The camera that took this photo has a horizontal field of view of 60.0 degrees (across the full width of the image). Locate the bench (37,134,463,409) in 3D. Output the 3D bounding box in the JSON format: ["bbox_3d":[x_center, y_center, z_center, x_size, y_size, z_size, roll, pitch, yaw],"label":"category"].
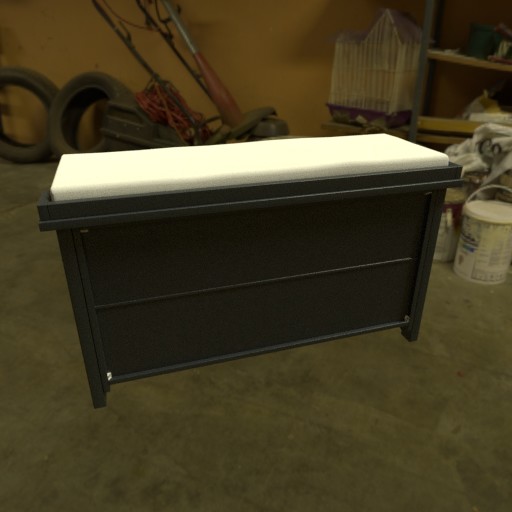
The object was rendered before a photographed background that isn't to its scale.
[{"bbox_3d":[0.000,0.000,1.214,0.973,0.561,0.345,-8,27,-16],"label":"bench"}]
